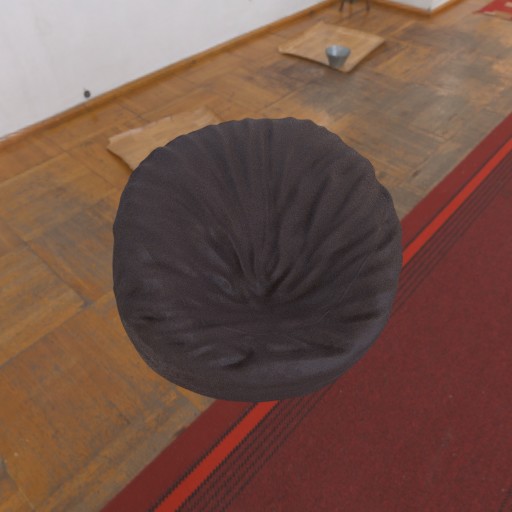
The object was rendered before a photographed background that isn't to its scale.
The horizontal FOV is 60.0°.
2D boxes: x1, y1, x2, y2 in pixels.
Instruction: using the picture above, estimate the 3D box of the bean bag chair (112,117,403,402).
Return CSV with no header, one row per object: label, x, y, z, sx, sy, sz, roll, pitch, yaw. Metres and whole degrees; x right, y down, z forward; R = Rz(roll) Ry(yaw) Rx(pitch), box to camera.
bean bag chair,0.000,0.000,1.987,1.245,0.821,1.245,0,46,0
